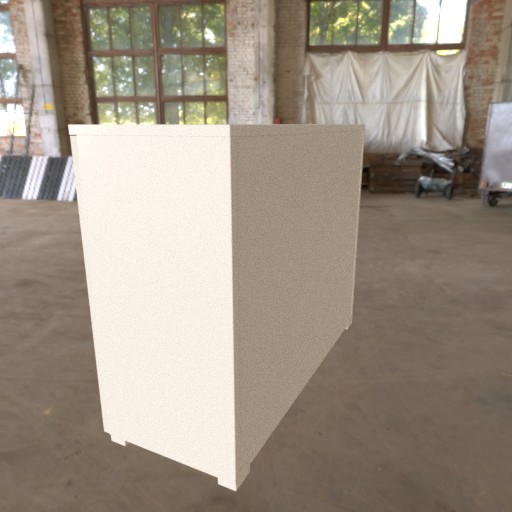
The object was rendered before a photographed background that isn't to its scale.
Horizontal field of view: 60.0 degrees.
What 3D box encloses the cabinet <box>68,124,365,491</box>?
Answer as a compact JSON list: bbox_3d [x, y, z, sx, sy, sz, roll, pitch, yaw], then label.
[{"bbox_3d":[0.000,0.000,1.406,0.400,0.800,1.000,8,18,25],"label":"cabinet"}]
